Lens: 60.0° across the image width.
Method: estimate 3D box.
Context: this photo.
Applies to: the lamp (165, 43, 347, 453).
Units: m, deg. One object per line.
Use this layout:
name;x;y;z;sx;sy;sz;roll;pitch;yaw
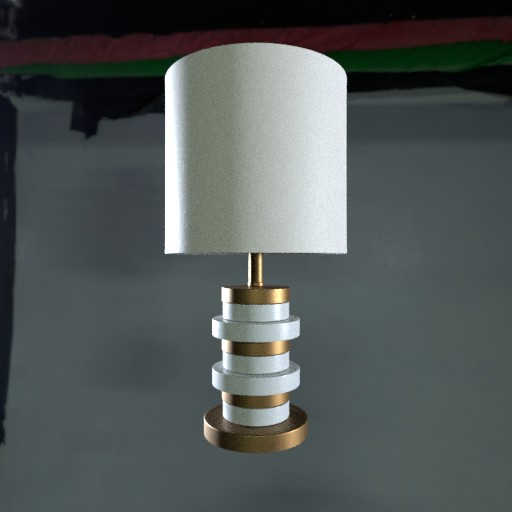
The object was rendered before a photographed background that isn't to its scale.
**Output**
lamp;0.000;0.000;0.521;0.210;0.410;0.210;0;0;1
